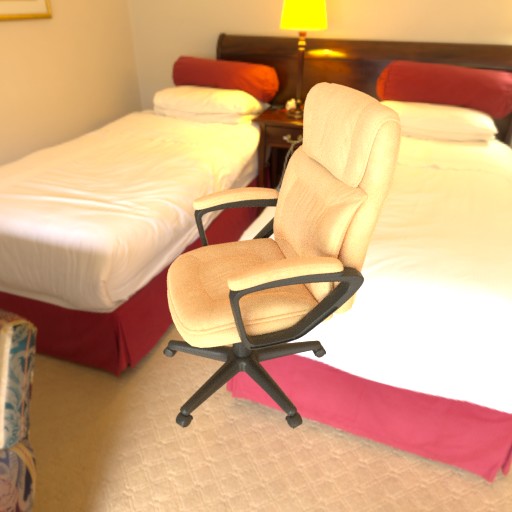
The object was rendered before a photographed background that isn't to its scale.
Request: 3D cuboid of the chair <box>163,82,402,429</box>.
[{"bbox_3d":[0.000,0.000,1.580,0.724,1.105,0.667,-9,32,-14],"label":"chair"}]
